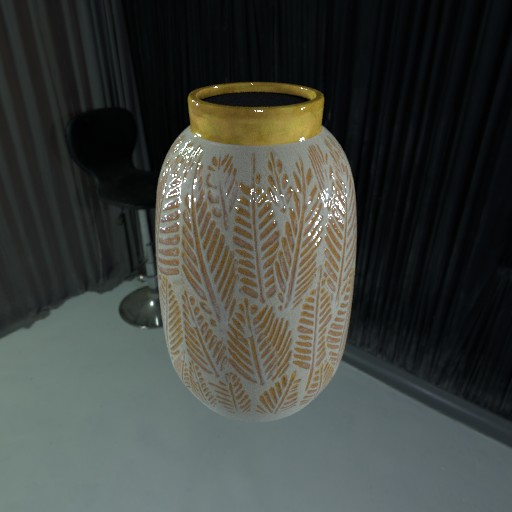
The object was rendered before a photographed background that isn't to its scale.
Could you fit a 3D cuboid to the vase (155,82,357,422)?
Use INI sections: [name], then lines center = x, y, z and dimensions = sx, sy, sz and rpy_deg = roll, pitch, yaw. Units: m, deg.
[vase]
center = 0.000, 0.000, 0.385
dimensions = 0.172, 0.270, 0.172
rpy_deg = 0, 31, 0
